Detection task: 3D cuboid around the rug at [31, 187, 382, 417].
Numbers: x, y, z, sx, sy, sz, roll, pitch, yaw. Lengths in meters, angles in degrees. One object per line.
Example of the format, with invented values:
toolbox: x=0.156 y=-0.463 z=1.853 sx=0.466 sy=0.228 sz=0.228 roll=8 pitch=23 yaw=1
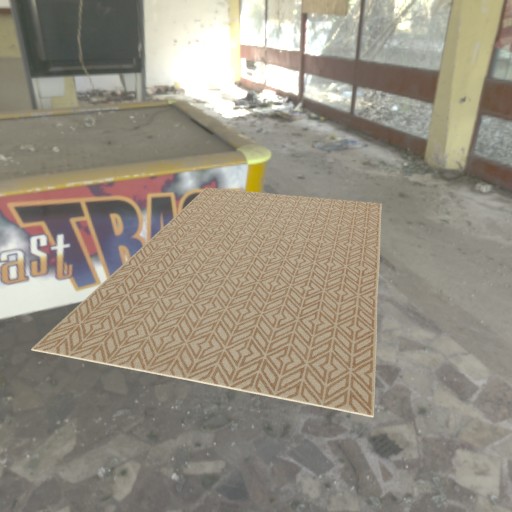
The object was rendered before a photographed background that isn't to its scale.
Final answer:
rug: x=0.000 y=0.000 z=2.261 sx=1.220 sy=0.007 sz=1.828 roll=7 pitch=29 yaw=13
